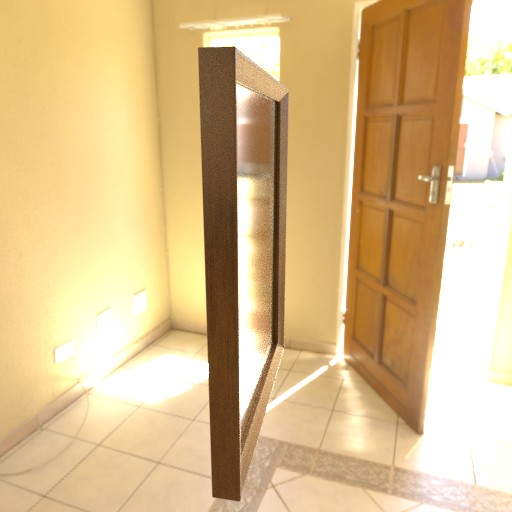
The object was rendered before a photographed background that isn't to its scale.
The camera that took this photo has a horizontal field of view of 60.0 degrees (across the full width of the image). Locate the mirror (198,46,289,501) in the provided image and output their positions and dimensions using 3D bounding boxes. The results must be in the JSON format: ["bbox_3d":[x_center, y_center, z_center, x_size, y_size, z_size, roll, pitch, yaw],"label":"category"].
[{"bbox_3d":[0.000,0.000,0.667,0.041,0.509,0.406,3,16,11],"label":"mirror"}]
